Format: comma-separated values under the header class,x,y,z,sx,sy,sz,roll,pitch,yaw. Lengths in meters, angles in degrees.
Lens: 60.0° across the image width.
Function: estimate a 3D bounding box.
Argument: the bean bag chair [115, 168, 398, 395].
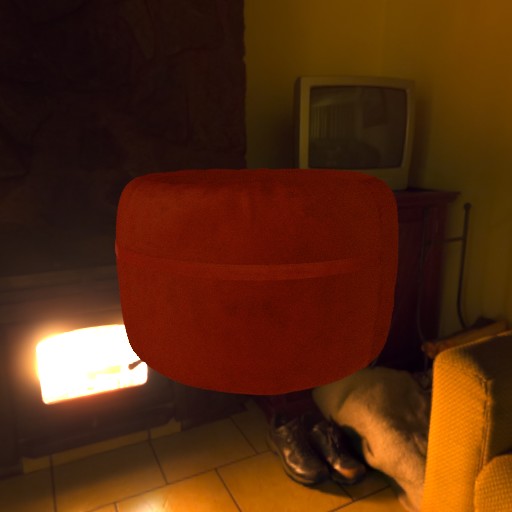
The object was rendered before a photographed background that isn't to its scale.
class,x,y,z,sx,sy,sz,roll,pitch,yaw
bean bag chair,0.000,0.000,2.004,1.219,0.762,1.219,0,13,0
